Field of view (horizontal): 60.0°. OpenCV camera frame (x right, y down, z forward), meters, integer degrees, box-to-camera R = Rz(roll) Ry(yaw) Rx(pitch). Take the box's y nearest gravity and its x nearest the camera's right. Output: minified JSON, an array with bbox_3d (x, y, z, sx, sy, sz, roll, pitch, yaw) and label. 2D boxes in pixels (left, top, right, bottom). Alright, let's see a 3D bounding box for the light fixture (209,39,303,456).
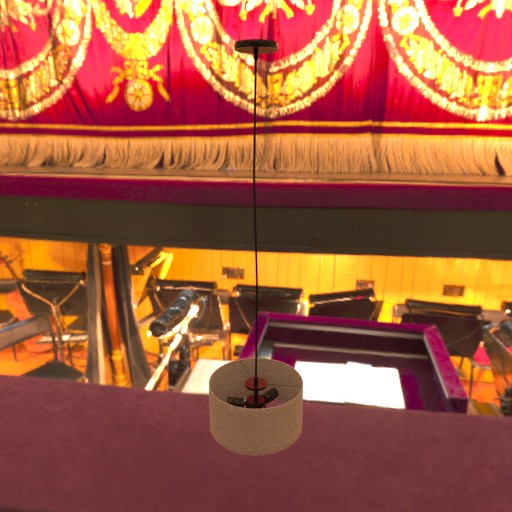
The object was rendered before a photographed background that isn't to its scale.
[{"bbox_3d":[0.000,0.000,1.725,0.399,1.516,0.399,0,16,0],"label":"light fixture"}]
